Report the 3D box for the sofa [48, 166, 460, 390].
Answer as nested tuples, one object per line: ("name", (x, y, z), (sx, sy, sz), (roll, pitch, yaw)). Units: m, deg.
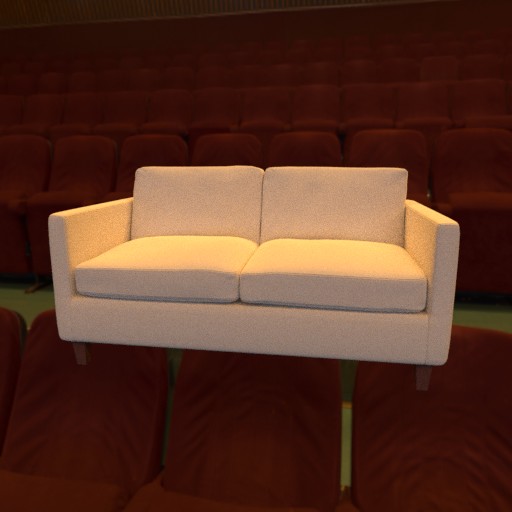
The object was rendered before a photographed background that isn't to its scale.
("sofa", (0.000, 0.000, 2.250), (1.702, 0.888, 0.964), (2, 13, 9))
